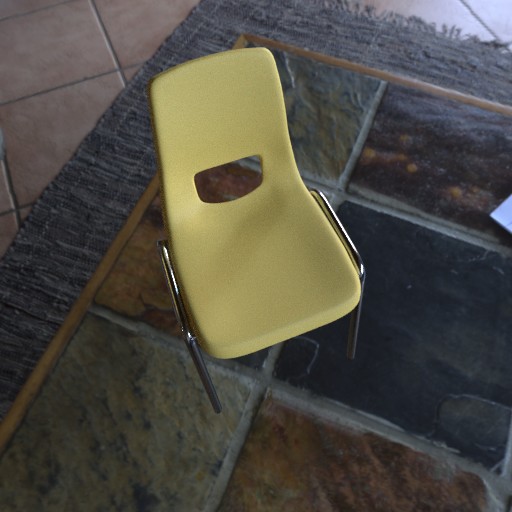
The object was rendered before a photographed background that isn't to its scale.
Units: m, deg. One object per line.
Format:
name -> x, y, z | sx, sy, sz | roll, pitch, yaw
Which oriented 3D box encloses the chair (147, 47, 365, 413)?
chair -> 0.000, 0.000, 0.912 | 0.381, 0.653, 0.436 | -19, 65, -9
